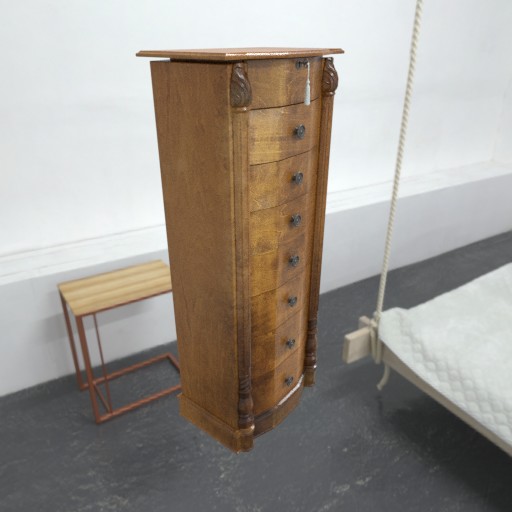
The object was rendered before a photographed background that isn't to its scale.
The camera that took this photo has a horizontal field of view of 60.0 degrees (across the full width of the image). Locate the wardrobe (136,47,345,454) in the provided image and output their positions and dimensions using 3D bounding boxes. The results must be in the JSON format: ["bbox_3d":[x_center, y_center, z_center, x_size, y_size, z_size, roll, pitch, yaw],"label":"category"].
[{"bbox_3d":[0.000,0.000,1.136,0.273,0.959,0.406,20,32,34],"label":"wardrobe"}]
